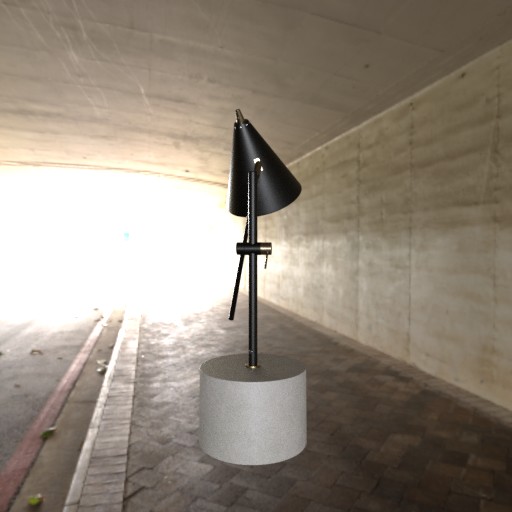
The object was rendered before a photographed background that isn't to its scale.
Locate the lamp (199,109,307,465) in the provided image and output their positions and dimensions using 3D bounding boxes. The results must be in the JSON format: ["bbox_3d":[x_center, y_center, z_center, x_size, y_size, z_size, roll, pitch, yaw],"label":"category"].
[{"bbox_3d":[0.000,0.000,0.737,0.214,0.518,0.403,0,1,19],"label":"lamp"}]
